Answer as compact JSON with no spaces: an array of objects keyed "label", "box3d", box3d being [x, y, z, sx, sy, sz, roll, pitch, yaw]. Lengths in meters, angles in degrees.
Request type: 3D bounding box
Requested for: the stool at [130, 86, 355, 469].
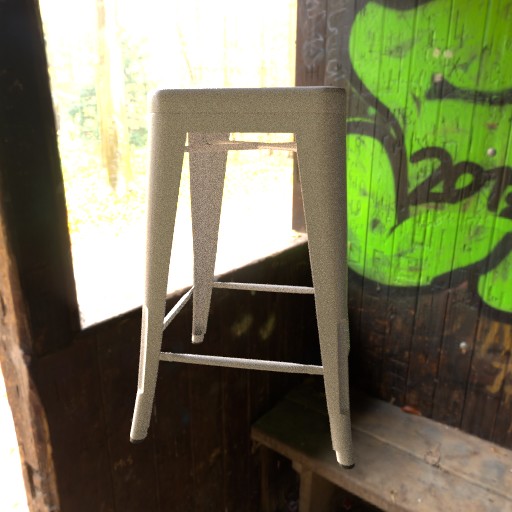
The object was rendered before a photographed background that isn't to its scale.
[{"label":"stool","box3d":[0.000,0.000,0.878,0.406,0.610,0.406,3,17,9]}]
